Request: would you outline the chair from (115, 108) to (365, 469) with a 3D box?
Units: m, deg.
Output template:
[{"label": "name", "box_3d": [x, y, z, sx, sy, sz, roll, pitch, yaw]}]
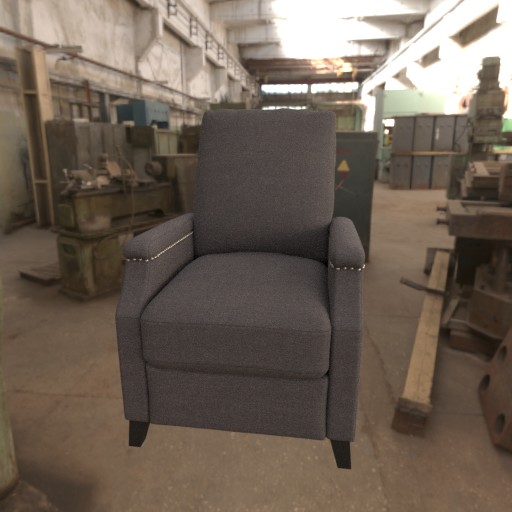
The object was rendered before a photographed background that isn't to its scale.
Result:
[{"label": "chair", "box_3d": [0.000, 0.000, 1.605, 0.710, 1.049, 0.922, 2, 15, 8]}]
